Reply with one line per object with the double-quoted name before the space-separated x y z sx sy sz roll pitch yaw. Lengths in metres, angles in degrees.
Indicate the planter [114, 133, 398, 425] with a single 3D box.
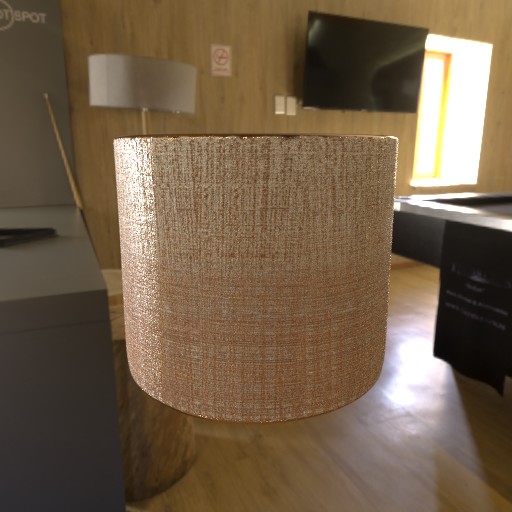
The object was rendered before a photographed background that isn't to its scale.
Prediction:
"planter" 0.000 0.000 0.302 0.177 0.157 0.177 0 14 0
